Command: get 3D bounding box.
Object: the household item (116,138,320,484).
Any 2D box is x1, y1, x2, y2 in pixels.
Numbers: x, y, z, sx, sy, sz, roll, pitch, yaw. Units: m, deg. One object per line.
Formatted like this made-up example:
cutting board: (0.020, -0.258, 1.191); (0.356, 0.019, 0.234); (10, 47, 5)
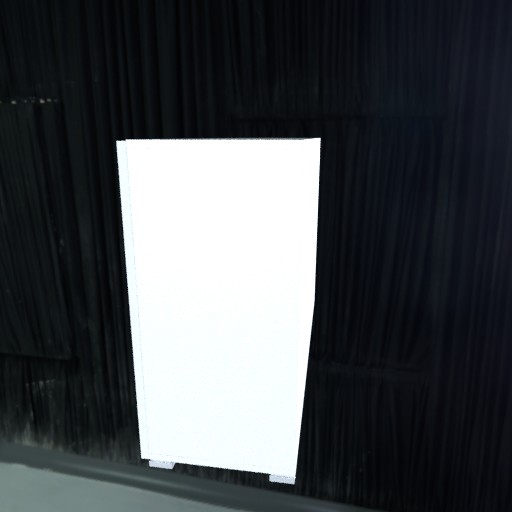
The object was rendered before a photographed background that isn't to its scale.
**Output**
household item: (0.000, 0.000, 1.693); (0.420, 0.867, 1.300); (2, 15, 9)
